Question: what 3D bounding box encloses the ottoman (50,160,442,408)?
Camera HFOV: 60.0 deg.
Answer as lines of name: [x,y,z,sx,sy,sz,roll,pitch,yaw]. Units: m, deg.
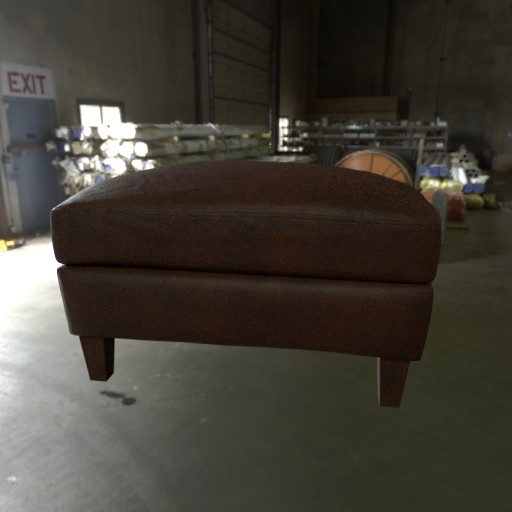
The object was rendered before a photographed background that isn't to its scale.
ottoman: [0.000,0.000,1.269,0.887,0.527,0.659,2,16,8]
